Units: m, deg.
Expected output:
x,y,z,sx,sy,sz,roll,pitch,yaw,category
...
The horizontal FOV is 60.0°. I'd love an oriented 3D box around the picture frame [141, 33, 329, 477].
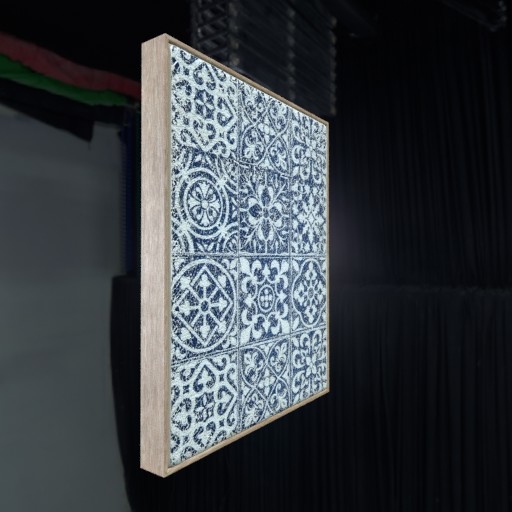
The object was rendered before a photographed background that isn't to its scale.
x,y,z,sx,sy,sz,roll,pitch,yaw,category
0.000,0.000,0.709,0.043,0.526,0.424,0,-1,36,picture frame
